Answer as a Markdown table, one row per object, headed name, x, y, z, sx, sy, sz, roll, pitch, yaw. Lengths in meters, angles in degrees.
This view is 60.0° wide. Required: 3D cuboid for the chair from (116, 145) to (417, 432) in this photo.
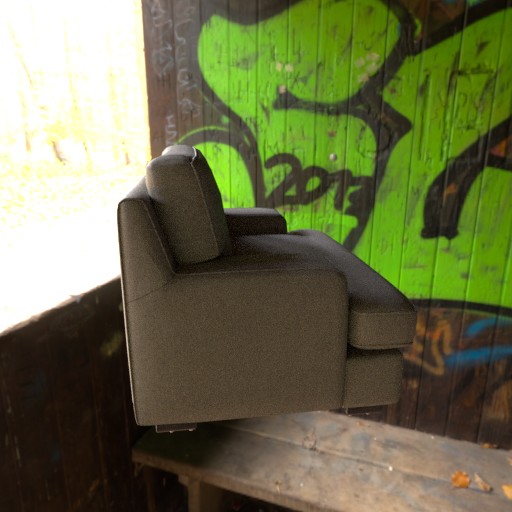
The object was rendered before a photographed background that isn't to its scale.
| name | x | y | z | sx | sy | sz | roll | pitch | yaw |
| --- | --- | --- | --- | --- | --- | --- | --- | --- | --- |
| chair | 0.000 | 0.000 | 2.054 | 1.043 | 0.974 | 1.270 | -2 | 16 | -8 |
